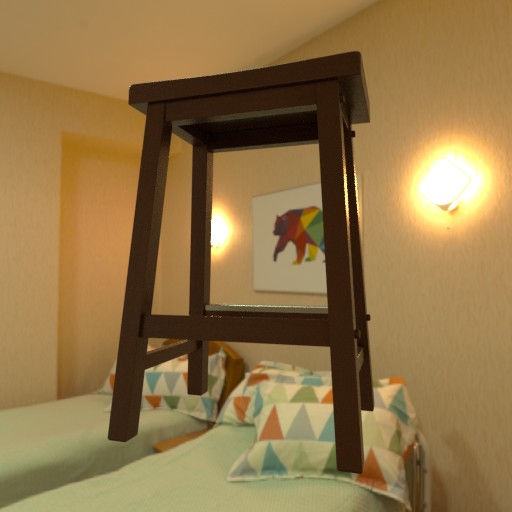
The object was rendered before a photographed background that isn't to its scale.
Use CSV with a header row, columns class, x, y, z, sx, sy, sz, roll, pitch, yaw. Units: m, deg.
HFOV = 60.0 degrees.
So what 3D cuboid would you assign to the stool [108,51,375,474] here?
class,x,y,z,sx,sy,sz,roll,pitch,yaw
stool,0.000,0.000,0.826,0.406,0.610,0.322,-1,-2,18
